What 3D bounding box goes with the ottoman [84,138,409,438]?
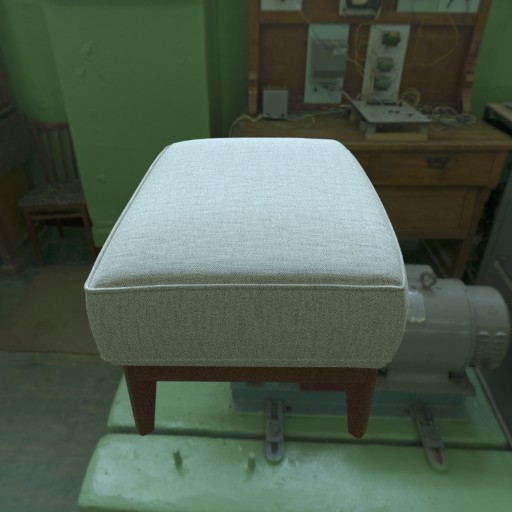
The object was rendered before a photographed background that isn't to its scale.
[{"bbox_3d":[0.000,0.000,1.149,0.594,0.465,0.794,0,32,1],"label":"ottoman"}]
